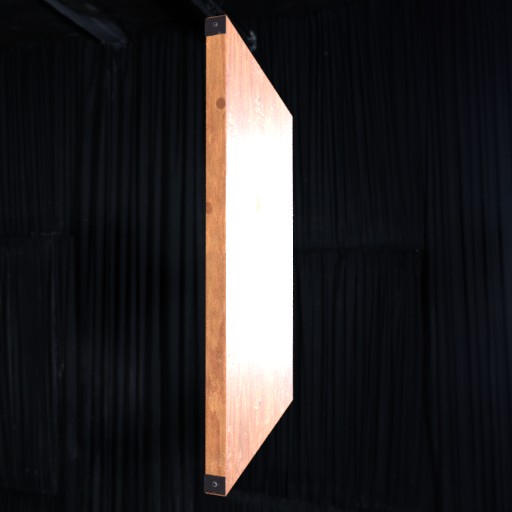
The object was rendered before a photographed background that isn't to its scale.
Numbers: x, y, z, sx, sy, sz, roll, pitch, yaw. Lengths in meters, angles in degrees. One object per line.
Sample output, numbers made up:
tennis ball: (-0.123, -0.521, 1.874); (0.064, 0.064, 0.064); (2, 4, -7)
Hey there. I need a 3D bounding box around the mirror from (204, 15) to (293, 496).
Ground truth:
mirror: (0.000, 0.000, 0.952); (0.053, 0.761, 0.517); (0, -1, 17)
